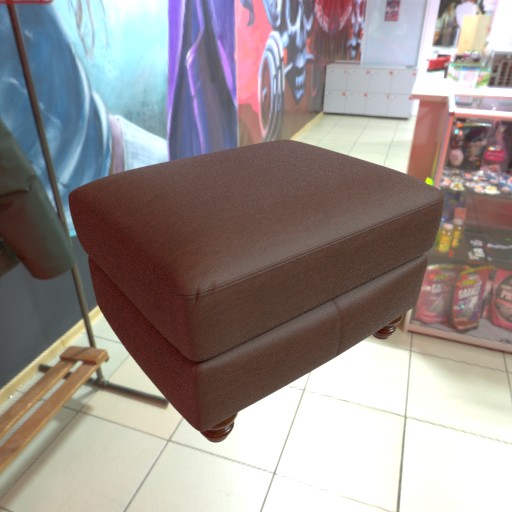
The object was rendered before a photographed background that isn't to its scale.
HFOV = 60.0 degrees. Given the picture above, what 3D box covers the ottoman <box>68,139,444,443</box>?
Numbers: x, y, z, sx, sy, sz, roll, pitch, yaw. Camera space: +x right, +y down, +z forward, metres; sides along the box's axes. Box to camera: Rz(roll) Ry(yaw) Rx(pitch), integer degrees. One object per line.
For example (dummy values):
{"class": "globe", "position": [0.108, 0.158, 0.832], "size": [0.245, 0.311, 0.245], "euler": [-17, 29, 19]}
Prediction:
{"class": "ottoman", "position": [0.000, 0.000, 1.206], "size": [0.787, 0.508, 0.635], "euler": [-20, 35, -32]}
